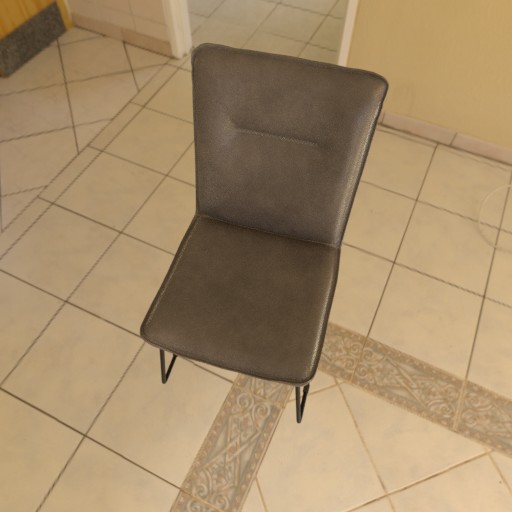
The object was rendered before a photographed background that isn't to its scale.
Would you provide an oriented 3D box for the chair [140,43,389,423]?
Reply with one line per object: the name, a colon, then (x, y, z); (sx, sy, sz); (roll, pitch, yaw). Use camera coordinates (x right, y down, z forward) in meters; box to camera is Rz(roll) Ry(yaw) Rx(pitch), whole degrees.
chair: (0.000, 0.000, 1.346); (0.515, 0.932, 0.688); (14, 59, 8)
